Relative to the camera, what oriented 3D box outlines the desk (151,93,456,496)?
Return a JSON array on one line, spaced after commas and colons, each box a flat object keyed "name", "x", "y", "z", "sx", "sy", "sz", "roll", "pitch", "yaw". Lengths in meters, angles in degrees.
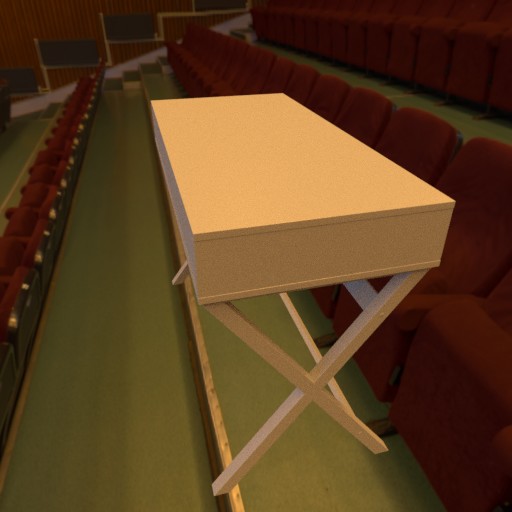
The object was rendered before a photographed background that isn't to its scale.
[{"name": "desk", "x": 0.000, "y": 0.000, "z": 1.429, "sx": 0.509, "sy": 0.780, "sz": 1.059, "roll": -8, "pitch": 32, "yaw": -13}]
